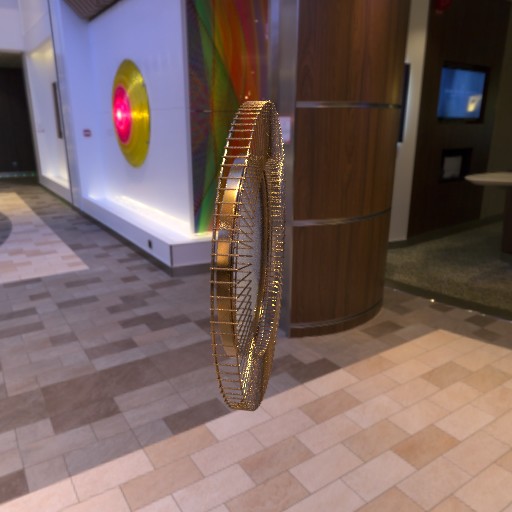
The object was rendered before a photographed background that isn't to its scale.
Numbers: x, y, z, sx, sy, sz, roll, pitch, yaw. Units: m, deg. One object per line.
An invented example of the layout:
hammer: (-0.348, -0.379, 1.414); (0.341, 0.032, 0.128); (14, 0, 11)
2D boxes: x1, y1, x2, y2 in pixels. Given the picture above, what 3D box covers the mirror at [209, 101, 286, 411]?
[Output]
mirror: (0.000, 0.000, 1.066); (0.067, 0.703, 0.703); (3, 17, 10)
